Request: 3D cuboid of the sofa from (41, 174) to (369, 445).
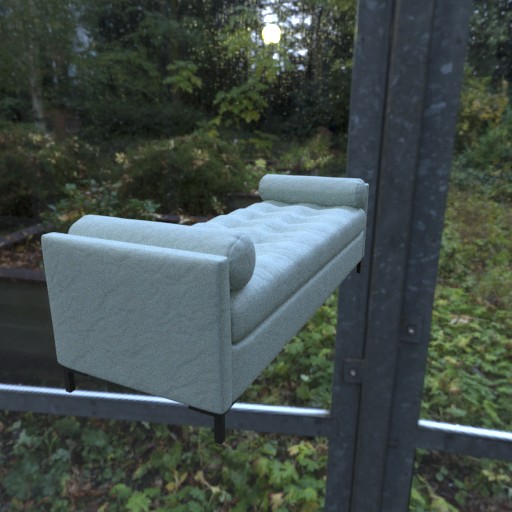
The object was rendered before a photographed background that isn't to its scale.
[{"bbox_3d":[0.000,0.000,2.445,0.796,0.705,2.102,8,18,25],"label":"sofa"}]
